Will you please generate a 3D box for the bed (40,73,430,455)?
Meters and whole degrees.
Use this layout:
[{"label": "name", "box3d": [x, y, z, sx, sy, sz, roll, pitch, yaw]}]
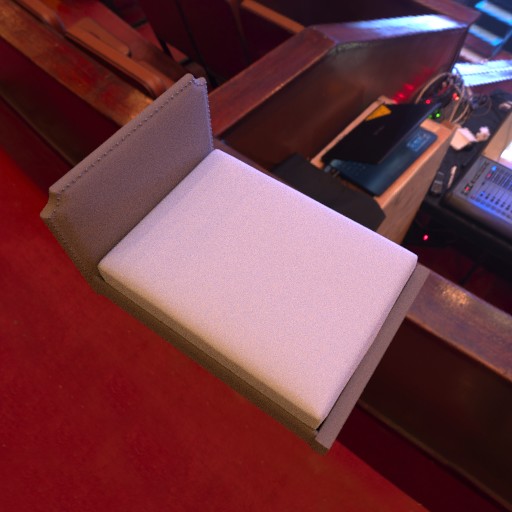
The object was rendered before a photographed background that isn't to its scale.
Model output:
[{"label": "bed", "box3d": [0.000, 0.000, 3.447, 2.372, 1.443, 1.713, 31, 64, 17]}]
